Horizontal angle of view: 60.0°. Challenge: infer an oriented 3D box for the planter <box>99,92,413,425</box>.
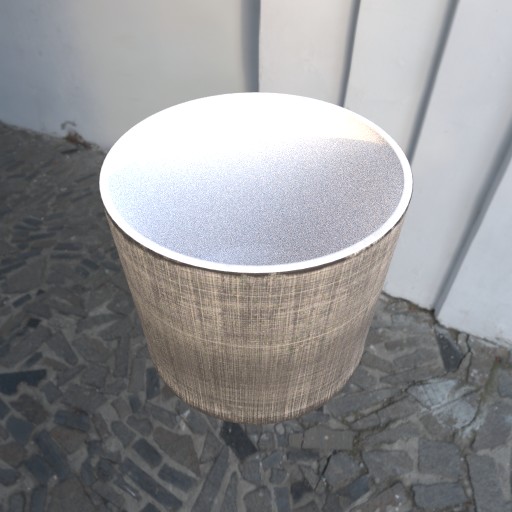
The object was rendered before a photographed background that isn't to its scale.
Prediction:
[{"bbox_3d":[0.000,0.000,0.314,0.178,0.157,0.178,0,45,0],"label":"planter"}]
